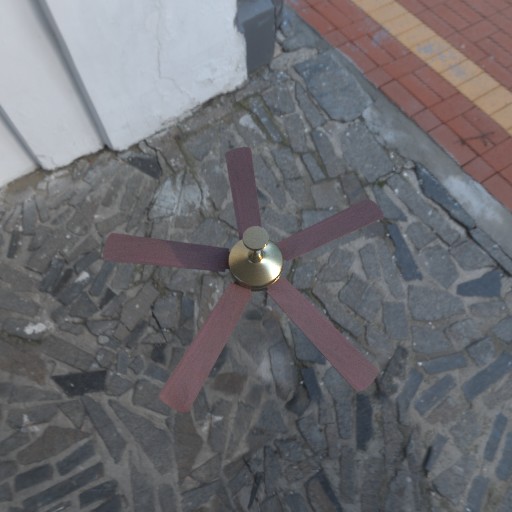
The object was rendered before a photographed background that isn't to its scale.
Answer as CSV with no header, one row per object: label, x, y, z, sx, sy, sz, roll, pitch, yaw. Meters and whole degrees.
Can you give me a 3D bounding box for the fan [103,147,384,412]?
fan,0.000,0.000,1.945,1.321,0.356,1.321,-16,66,-7
